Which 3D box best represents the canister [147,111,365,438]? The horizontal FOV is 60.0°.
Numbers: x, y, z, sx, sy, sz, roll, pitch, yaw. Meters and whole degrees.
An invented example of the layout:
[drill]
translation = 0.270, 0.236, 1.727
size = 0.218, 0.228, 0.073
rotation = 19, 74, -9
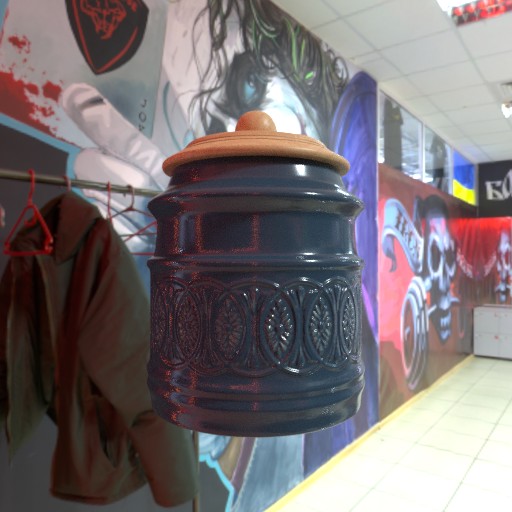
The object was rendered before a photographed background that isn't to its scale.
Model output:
[canister]
translation = 0.000, 0.000, 0.271
size = 0.130, 0.176, 0.130
rotation = 0, 0, 0
